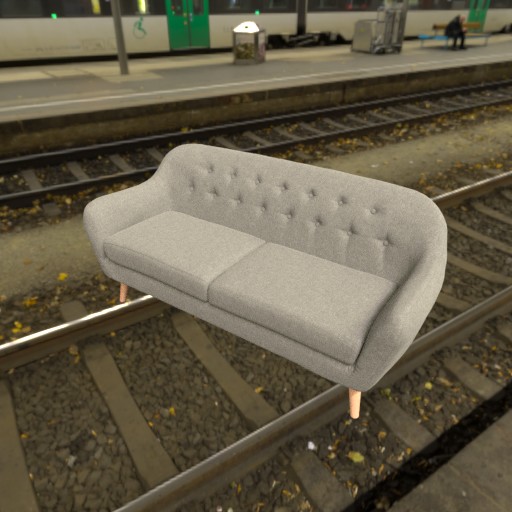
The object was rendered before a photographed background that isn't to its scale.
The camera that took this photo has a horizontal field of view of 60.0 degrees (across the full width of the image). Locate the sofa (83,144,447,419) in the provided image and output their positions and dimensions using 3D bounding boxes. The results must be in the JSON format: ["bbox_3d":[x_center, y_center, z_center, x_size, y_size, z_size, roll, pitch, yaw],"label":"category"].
[{"bbox_3d":[0.000,0.000,2.347,1.840,0.820,0.820,19,35,30],"label":"sofa"}]
